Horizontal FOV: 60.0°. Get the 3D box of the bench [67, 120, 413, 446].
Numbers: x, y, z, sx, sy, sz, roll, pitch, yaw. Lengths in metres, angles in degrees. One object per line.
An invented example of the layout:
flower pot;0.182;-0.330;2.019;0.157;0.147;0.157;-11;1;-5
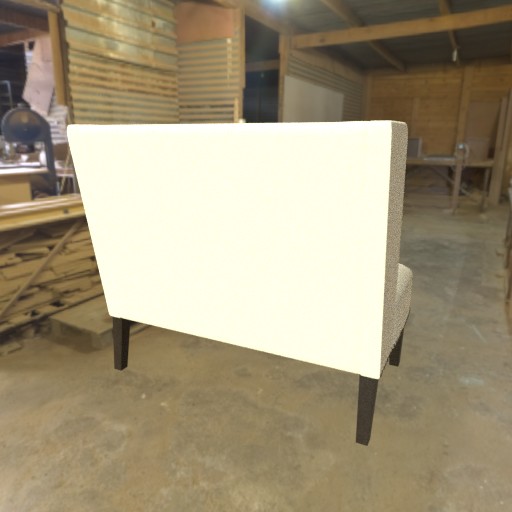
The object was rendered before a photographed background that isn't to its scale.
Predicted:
bench;0.000;0.000;1.982;1.280;1.123;0.847;8;17;26
